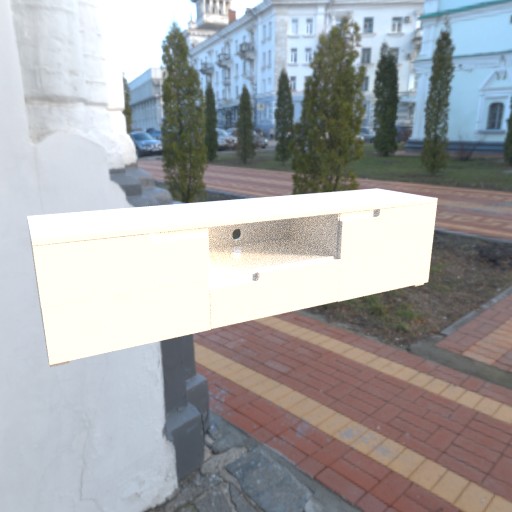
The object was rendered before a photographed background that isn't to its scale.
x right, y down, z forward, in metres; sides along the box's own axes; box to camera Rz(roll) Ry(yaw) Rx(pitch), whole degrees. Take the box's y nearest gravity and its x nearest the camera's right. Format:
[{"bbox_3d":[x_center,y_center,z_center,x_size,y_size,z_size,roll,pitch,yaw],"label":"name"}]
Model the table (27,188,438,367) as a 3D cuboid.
[{"bbox_3d":[0.000,0.000,1.851,1.650,0.420,0.390,-8,18,-27],"label":"table"}]
